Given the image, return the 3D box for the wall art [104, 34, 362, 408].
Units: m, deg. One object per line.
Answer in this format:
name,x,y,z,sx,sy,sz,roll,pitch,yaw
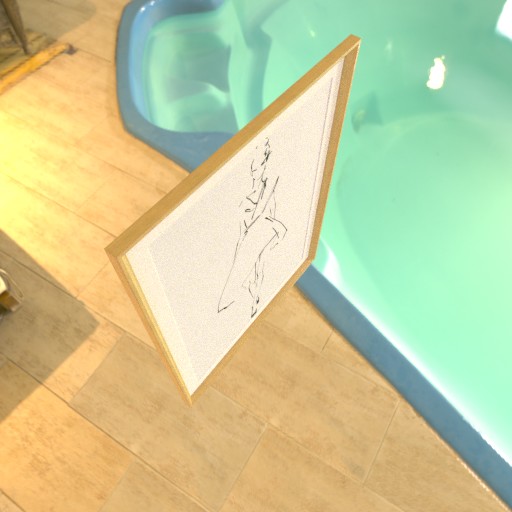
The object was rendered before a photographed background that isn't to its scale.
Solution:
wall art,0.000,0.000,1.332,0.030,1.002,0.798,33,63,19
